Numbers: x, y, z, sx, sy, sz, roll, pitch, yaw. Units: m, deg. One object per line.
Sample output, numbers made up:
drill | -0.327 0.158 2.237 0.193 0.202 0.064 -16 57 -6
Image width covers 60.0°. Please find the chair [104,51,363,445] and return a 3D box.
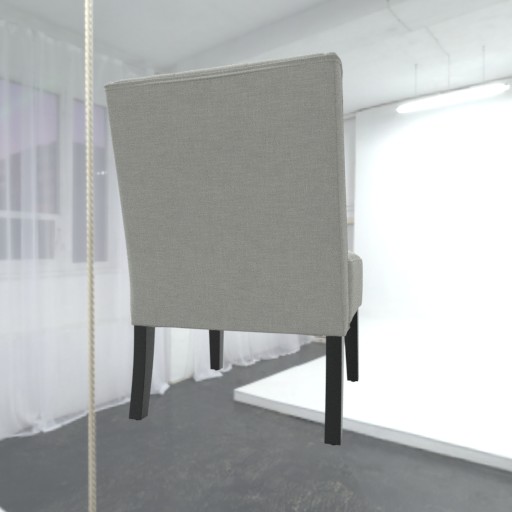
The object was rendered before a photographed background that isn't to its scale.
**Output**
chair | 0.000 0.000 1.286 0.569 0.853 0.676 0 0 17
